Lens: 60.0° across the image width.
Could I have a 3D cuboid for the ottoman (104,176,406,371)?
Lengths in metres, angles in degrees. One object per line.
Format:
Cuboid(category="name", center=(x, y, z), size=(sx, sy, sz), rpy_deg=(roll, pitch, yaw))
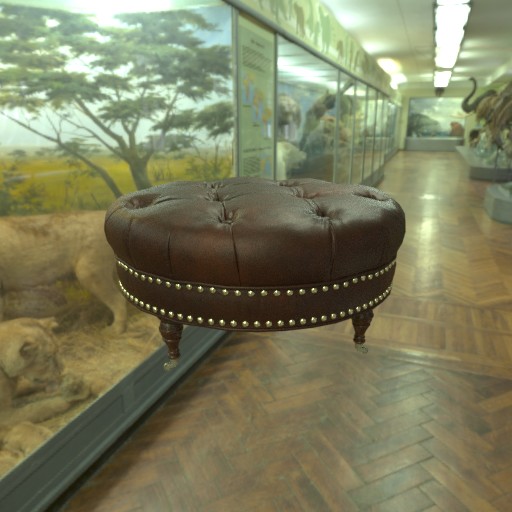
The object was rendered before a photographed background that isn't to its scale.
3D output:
Cuboid(category="ottoman", center=(0.000, 0.000, 1.416), size=(0.901, 0.455, 0.901), rpy_deg=(0, 17, 0))
